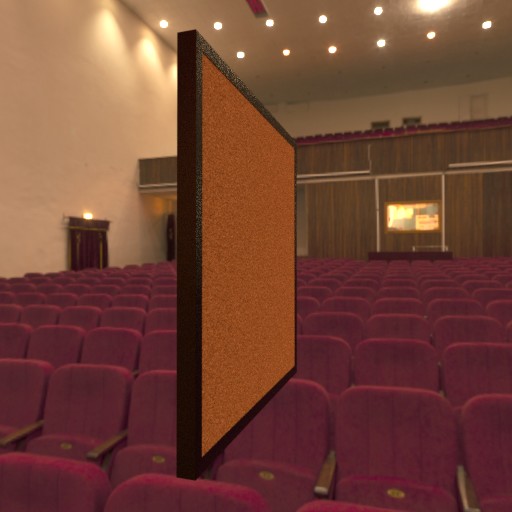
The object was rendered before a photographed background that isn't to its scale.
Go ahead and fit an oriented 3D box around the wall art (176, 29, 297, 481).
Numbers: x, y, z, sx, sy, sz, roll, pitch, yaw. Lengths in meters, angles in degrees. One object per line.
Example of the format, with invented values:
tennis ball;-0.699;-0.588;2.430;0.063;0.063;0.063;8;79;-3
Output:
wall art;0.000;0.000;1.106;0.036;0.755;0.756;0;-1;18
